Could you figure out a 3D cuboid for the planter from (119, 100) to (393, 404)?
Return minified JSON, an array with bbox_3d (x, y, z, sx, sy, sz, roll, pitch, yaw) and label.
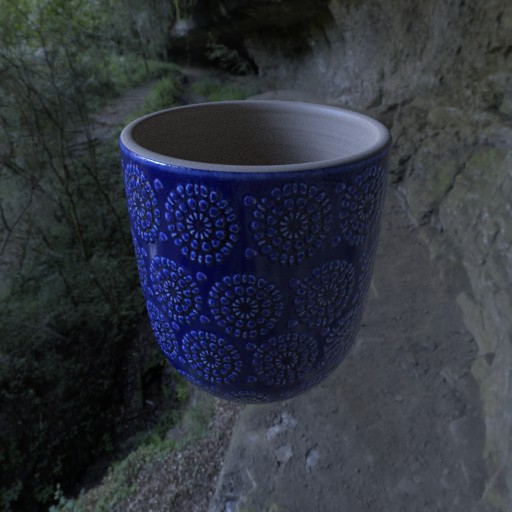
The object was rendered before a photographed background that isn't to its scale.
[{"bbox_3d":[0.000,0.000,0.355,0.184,0.206,0.184,0,30,0],"label":"planter"}]
